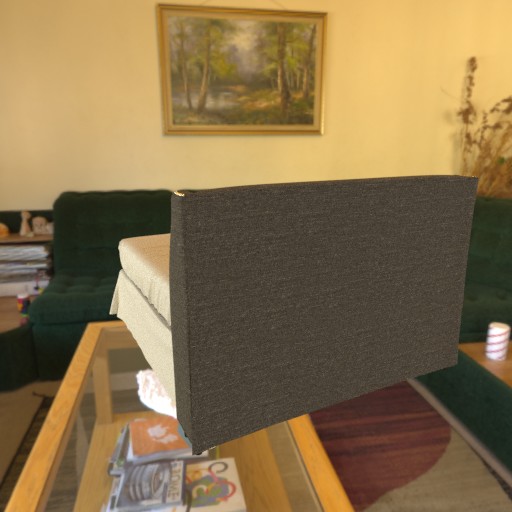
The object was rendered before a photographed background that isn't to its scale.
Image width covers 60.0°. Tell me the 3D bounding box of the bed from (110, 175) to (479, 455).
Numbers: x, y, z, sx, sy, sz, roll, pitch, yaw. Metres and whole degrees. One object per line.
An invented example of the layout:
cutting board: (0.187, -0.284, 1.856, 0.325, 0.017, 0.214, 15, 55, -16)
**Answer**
bed: (0.000, 0.000, 3.392, 1.925, 1.332, 2.276, -8, 17, -27)
